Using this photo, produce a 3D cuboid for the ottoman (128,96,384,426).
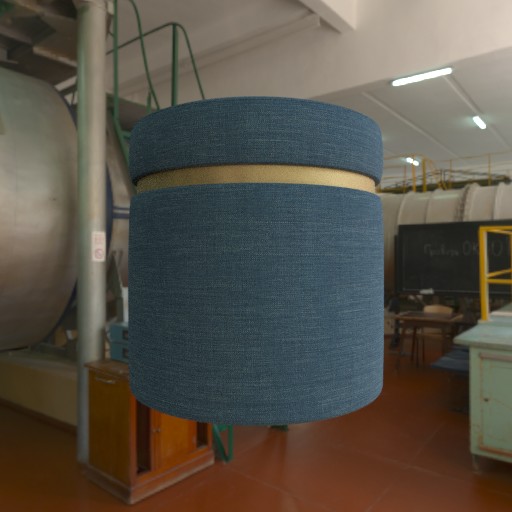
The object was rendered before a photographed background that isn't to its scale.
[{"bbox_3d":[0.000,0.000,0.718,0.398,0.406,0.398,0,0,0],"label":"ottoman"}]
